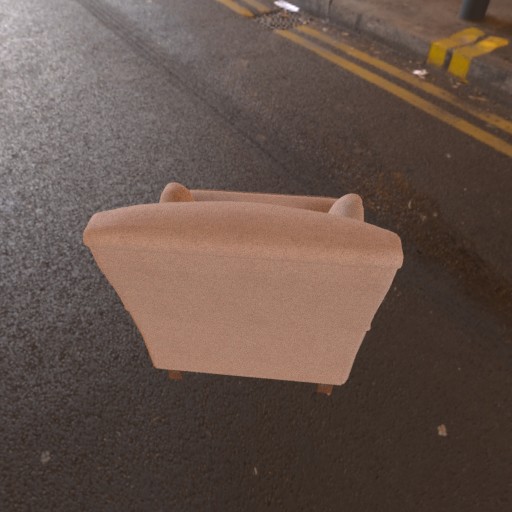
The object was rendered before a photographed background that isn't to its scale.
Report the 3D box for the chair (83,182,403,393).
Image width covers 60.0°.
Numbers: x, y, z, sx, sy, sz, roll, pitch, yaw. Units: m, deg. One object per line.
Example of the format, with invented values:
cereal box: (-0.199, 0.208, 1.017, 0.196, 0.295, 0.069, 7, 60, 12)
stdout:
chair: (0.000, 0.000, 1.853, 0.879, 1.119, 0.953, 4, 47, 4)
